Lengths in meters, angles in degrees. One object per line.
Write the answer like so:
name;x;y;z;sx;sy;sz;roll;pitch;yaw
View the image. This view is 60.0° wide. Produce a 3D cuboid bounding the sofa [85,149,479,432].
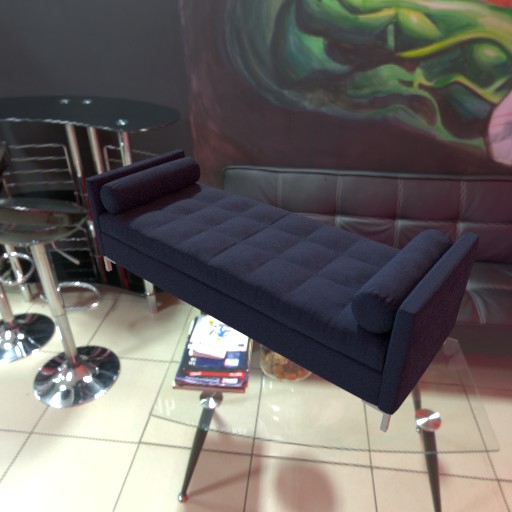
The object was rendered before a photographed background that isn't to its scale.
sofa;0.000;0.000;2.533;2.102;0.657;0.797;23;38;33
